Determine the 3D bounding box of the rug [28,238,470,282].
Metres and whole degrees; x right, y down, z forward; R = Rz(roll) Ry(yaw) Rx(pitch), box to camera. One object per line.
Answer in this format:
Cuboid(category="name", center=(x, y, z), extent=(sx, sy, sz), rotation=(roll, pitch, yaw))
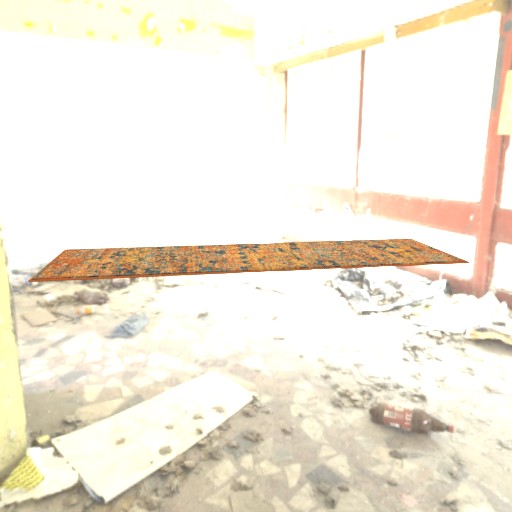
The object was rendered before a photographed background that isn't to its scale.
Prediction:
Cuboid(category="rug", center=(0.000, 0.000, 2.565), extent=(2.274, 0.016, 0.651), rotation=(-2, 14, -9))
